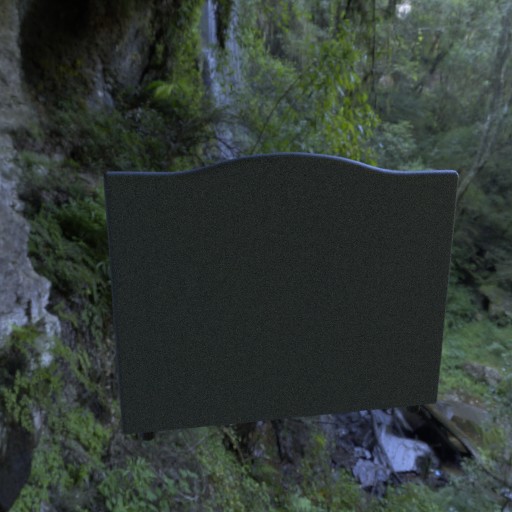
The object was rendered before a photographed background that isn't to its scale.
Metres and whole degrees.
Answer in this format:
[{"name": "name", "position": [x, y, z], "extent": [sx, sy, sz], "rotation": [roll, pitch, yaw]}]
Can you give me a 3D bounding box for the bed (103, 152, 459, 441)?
[{"name": "bed", "position": [0.000, 0.000, 3.261], "extent": [1.753, 1.460, 2.143], "rotation": [-2, 13, -10]}]
